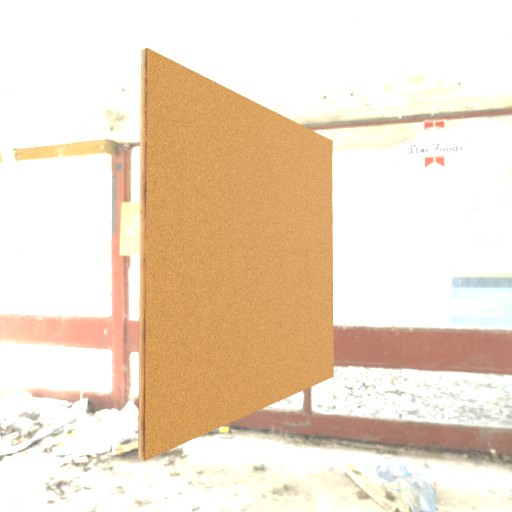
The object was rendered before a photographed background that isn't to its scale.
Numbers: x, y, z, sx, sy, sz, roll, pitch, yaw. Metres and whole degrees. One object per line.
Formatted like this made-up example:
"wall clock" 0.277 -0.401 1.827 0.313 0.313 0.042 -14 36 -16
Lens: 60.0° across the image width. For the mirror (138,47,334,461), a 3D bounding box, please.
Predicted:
"mirror" 0.000 0.000 1.203 0.061 0.804 0.804 -1 -2 36
